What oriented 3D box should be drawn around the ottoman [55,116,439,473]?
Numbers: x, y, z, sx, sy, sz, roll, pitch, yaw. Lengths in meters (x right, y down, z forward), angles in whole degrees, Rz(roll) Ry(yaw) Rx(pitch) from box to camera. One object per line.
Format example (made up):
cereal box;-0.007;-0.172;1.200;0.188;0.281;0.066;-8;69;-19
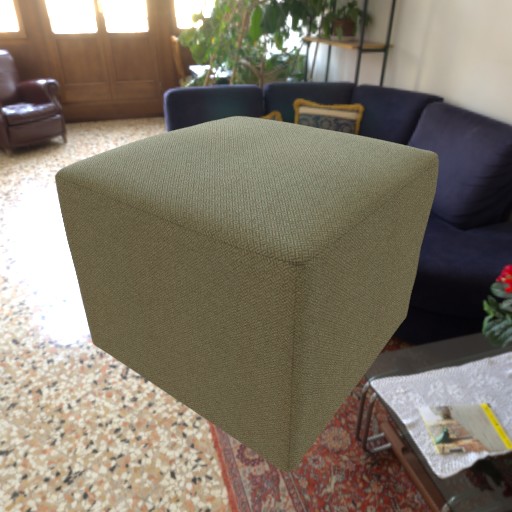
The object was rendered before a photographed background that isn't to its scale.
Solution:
ottoman;0.000;0.000;0.896;0.521;0.453;0.512;21;37;31
